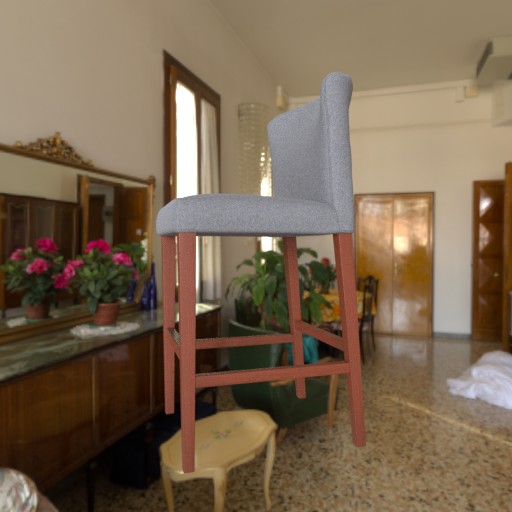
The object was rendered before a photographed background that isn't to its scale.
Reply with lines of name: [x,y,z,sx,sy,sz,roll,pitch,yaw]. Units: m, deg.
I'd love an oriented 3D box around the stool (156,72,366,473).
stool: [0.000,0.000,1.372,0.568,1.069,0.481,0,2,-18]
